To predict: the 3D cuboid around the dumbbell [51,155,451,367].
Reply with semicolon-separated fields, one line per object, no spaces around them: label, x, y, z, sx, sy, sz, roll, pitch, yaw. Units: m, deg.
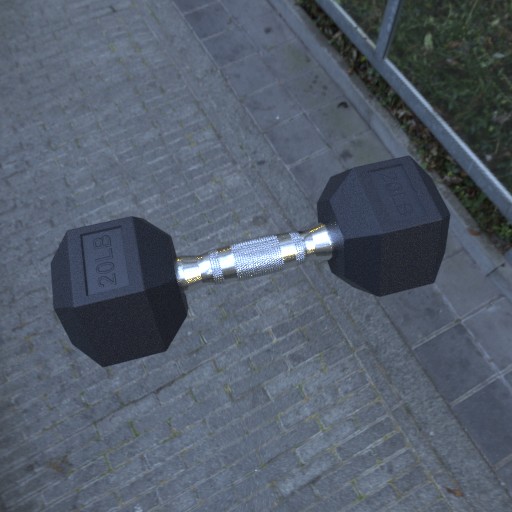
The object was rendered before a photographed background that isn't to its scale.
dumbbell;0.000;0.000;0.325;0.272;0.092;0.106;-13;65;-6
